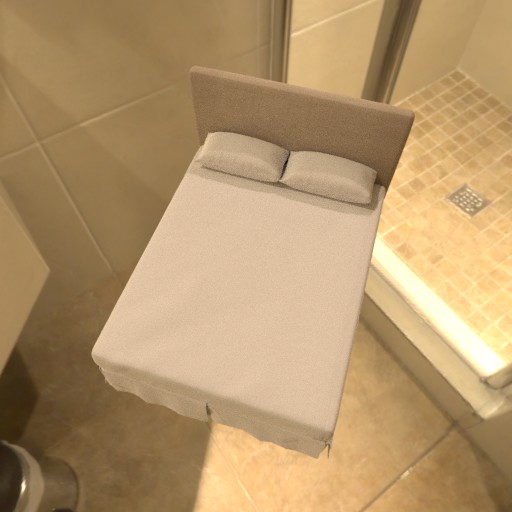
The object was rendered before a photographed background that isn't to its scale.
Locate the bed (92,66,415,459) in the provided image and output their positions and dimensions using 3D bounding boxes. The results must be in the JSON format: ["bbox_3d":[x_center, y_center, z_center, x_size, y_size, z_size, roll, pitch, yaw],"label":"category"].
[{"bbox_3d":[0.000,0.000,3.169,1.713,1.330,2.162,15,59,9],"label":"bed"}]
